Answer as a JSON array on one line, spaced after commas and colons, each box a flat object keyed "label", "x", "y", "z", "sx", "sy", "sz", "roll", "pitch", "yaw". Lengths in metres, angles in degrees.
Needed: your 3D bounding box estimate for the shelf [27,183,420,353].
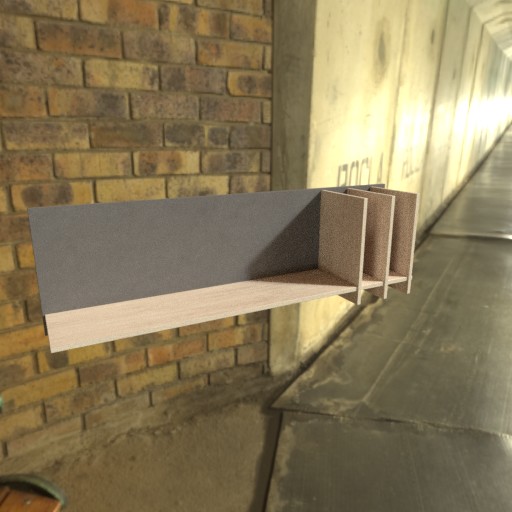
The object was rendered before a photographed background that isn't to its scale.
[{"label": "shelf", "x": 0.000, "y": 0.000, "z": 1.148, "sx": 1.020, "sy": 0.300, "sz": 0.200, "roll": -8, "pitch": 18, "yaw": -26}]
